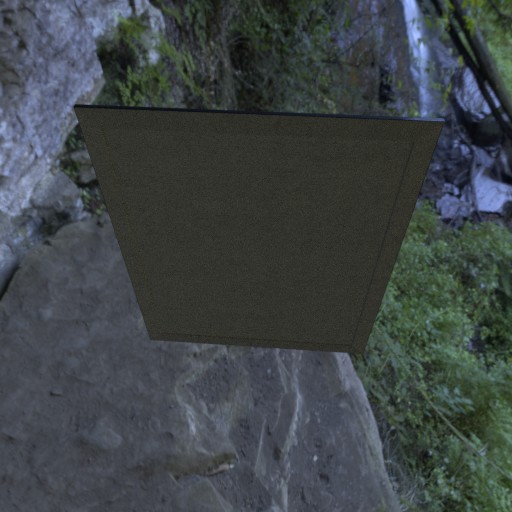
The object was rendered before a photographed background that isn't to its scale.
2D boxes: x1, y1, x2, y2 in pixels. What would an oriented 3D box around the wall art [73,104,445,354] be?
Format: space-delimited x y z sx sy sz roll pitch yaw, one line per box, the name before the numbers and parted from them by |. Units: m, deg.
wall art | 0.000 0.000 0.629 0.381 0.457 0.023 3 48 3
